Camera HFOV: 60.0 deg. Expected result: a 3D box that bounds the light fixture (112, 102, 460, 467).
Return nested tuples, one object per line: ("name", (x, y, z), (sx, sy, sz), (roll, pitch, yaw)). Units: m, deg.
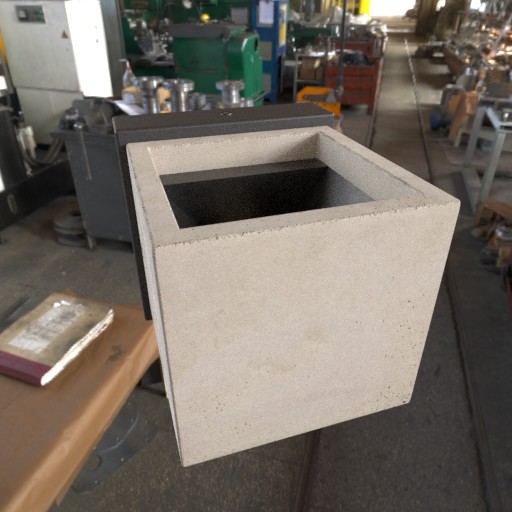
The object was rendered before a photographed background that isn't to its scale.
("light fixture", (0.000, 0.000, 0.232), (0.121, 0.121, 0.143), (-9, 32, -15))
